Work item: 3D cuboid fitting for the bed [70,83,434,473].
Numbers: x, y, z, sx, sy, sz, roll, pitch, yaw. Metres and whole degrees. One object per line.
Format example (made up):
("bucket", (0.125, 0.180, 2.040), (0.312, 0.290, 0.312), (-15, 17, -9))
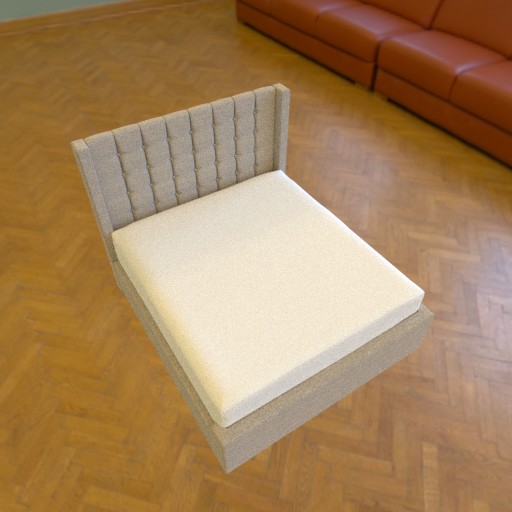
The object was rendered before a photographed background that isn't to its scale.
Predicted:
("bed", (0.000, 0.000, 3.845), (2.044, 1.748, 2.372), (-24, 50, -23))
